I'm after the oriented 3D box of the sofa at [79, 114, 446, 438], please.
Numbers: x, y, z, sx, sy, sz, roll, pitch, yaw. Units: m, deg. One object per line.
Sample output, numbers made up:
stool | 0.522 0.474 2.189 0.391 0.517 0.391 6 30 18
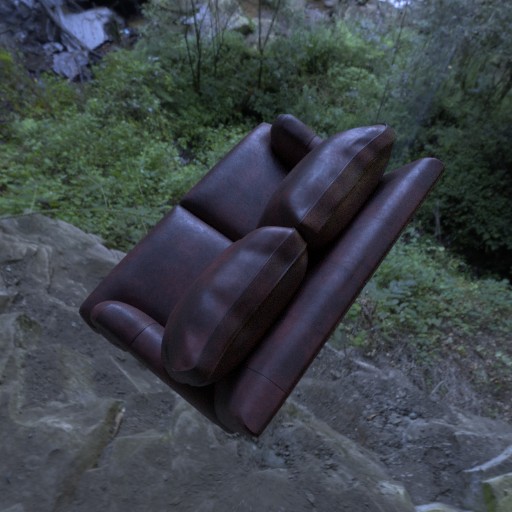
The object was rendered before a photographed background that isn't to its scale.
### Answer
sofa | 0.000 0.000 2.376 1.148 1.070 1.628 34 69 15
